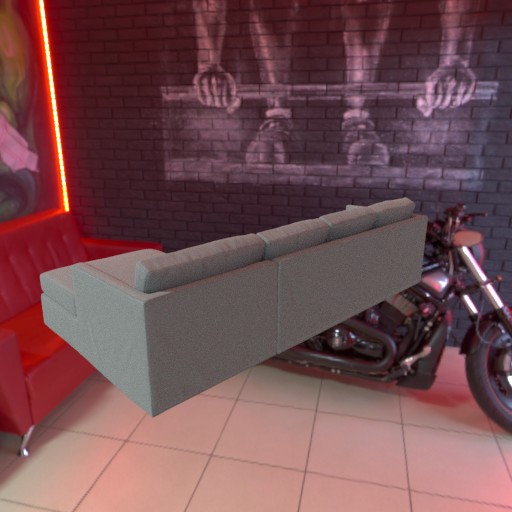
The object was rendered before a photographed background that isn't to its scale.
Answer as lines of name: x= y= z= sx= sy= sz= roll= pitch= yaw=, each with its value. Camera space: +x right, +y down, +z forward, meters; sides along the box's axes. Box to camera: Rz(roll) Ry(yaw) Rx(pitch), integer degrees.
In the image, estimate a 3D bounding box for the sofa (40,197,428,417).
sofa: x=0.000 y=0.000 z=3.931 sx=3.177 sy=0.867 sz=1.622 roll=-16 pitch=23 yaw=-42
